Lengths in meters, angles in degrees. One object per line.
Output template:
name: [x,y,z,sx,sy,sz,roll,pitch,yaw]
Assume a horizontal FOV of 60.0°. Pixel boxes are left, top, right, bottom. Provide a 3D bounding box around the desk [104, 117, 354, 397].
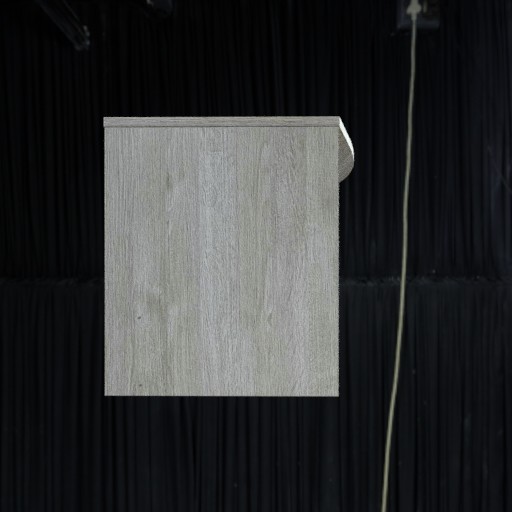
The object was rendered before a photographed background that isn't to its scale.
desk: [0.000,0.000,1.992,0.802,0.752,1.600,0,0,1]
